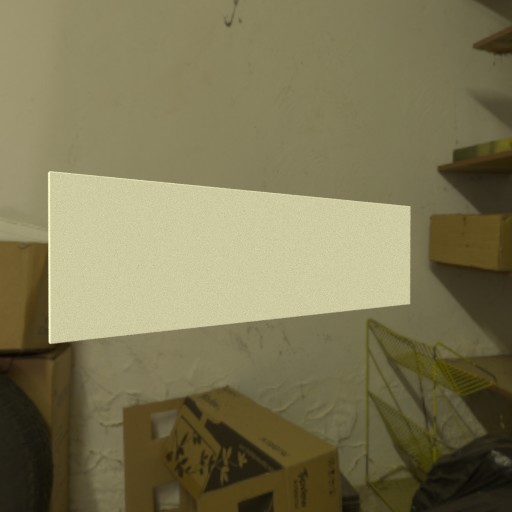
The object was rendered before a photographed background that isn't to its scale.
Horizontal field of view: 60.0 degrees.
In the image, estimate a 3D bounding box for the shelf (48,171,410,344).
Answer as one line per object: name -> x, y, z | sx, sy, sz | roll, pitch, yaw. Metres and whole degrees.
shelf -> 0.000, 0.000, 1.146 | 1.020, 0.300, 0.200 | 0, 1, -35
